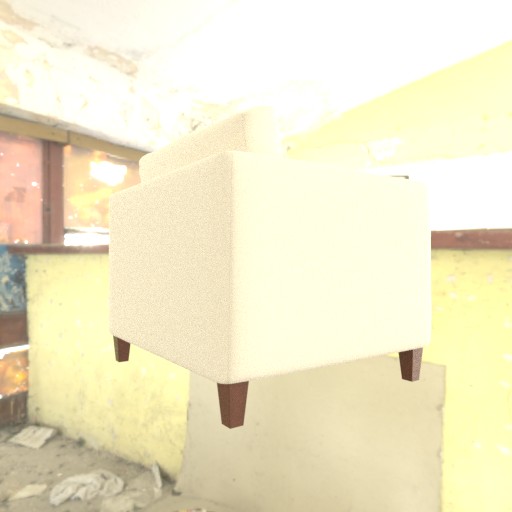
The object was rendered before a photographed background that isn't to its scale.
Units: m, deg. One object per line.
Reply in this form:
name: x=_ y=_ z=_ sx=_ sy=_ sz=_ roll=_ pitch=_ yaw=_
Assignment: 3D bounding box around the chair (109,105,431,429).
chair: x=0.000 y=0.000 z=1.730 sx=0.878 sy=0.885 sz=1.019 roll=0 pitch=0 yaw=-35
